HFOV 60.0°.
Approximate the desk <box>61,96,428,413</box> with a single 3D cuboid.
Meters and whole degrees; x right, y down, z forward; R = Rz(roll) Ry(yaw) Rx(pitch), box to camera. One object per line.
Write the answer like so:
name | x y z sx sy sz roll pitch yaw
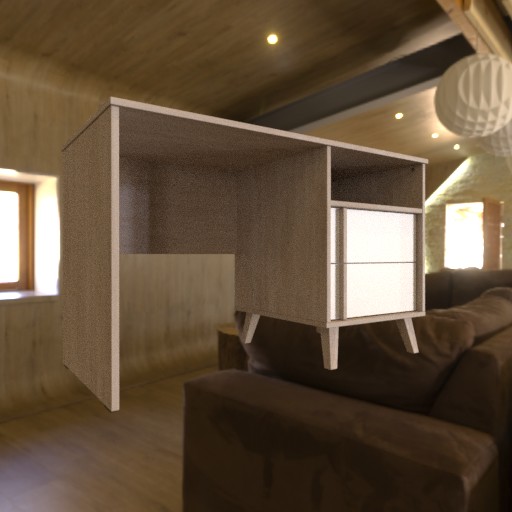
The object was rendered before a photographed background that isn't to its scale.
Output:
desk | 0.000 0.000 1.663 1.251 0.770 0.600 0 0 -34
